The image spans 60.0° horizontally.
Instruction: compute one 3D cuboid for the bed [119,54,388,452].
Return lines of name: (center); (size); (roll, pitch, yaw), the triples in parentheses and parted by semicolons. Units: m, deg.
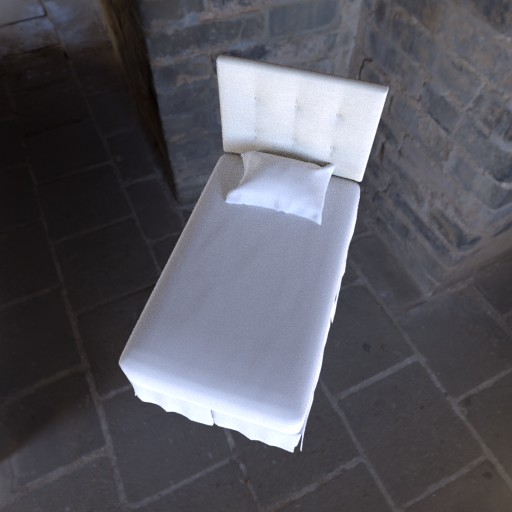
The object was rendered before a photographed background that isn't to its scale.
bed: (0.000, 0.000, 3.009); (1.261, 1.571, 1.997); (15, 58, 9)
